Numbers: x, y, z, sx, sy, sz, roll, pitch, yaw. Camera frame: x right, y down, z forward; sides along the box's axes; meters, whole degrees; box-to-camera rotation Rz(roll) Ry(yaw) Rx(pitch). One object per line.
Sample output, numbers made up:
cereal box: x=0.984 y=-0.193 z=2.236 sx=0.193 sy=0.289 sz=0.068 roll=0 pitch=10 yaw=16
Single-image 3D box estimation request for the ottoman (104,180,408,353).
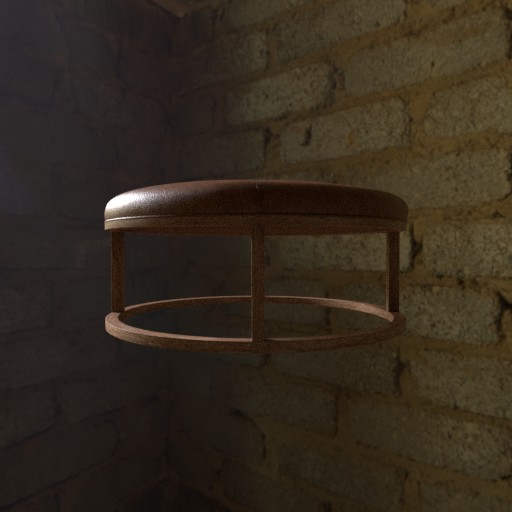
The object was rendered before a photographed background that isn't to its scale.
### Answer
ottoman: x=0.000 y=0.000 z=1.546 sx=1.006 sy=0.445 sz=1.006 roll=0 pitch=1 yaw=0
